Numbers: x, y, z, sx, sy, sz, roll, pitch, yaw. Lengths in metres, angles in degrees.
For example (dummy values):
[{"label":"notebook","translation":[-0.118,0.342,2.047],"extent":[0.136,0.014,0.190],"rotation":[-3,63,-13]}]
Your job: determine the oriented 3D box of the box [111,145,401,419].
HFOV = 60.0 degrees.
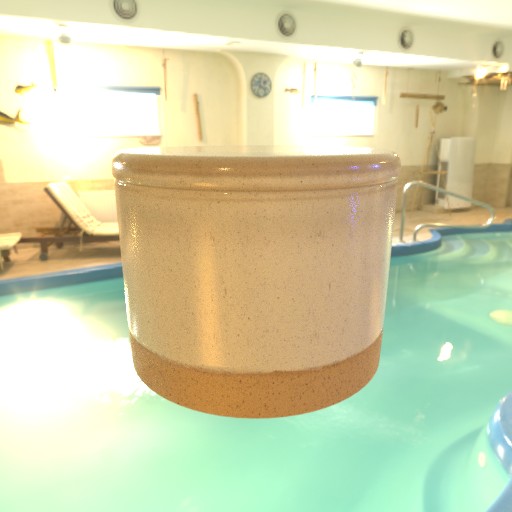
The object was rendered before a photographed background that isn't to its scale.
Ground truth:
[{"label":"box","translation":[0.000,0.000,0.261],"extent":[0.154,0.123,0.154],"rotation":[0,16,0]}]
